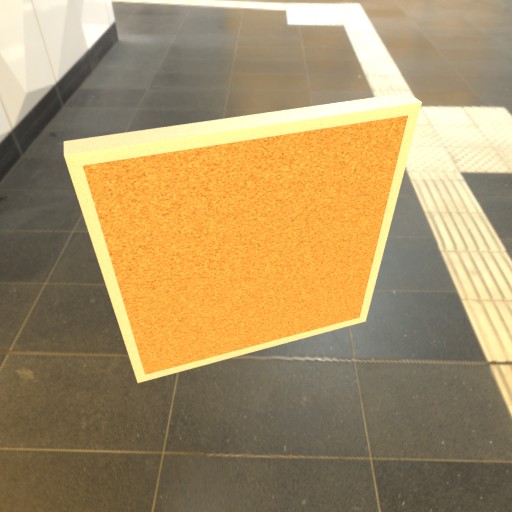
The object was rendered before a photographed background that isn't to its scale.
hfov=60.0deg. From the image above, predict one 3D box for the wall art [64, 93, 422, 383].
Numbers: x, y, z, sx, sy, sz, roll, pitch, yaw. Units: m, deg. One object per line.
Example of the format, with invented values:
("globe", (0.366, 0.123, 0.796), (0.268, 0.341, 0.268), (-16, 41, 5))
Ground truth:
("wall art", (0.000, 0.000, 0.782), (0.506, 0.505, 0.038), (-12, 43, -13))
